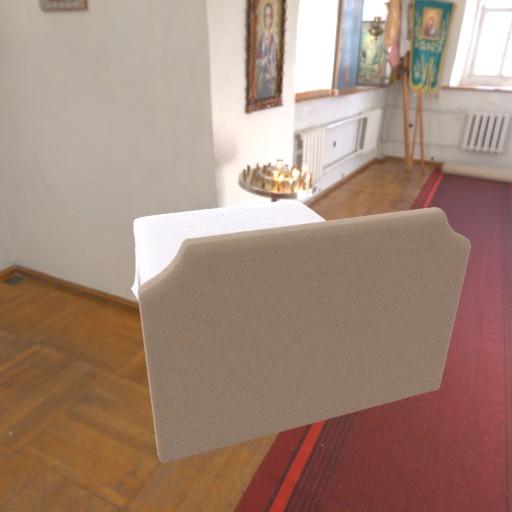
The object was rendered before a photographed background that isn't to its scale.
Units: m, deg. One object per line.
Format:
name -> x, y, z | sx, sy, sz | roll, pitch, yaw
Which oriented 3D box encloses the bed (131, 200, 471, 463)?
bed -> 0.000, 0.000, 3.315 | 1.828, 1.301, 2.204 | -8, 27, -17
